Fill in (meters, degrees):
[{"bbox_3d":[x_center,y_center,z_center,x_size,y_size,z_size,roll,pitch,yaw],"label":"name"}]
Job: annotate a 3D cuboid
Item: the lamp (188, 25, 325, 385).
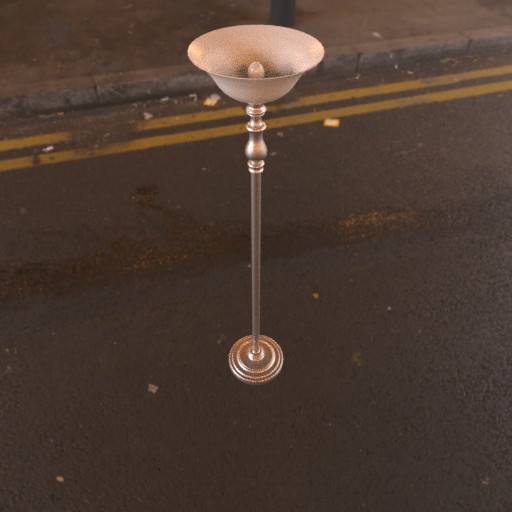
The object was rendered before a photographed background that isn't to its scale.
[{"bbox_3d":[0.000,0.000,1.954,0.405,1.771,0.405,17,48,16],"label":"lamp"}]
